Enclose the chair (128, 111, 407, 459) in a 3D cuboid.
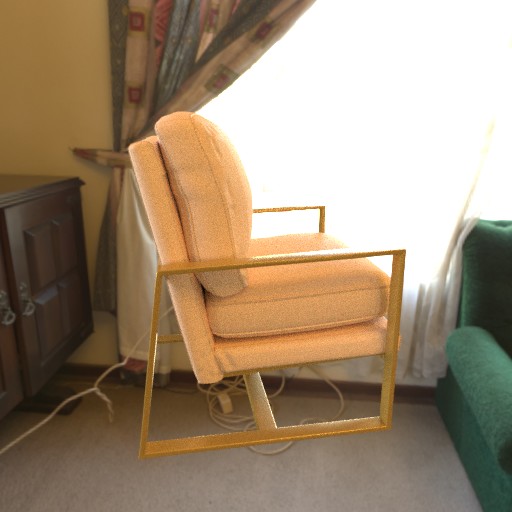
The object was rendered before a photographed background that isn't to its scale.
[{"bbox_3d":[0.000,0.000,1.556,0.813,0.956,0.758,-3,17,-9],"label":"chair"}]
